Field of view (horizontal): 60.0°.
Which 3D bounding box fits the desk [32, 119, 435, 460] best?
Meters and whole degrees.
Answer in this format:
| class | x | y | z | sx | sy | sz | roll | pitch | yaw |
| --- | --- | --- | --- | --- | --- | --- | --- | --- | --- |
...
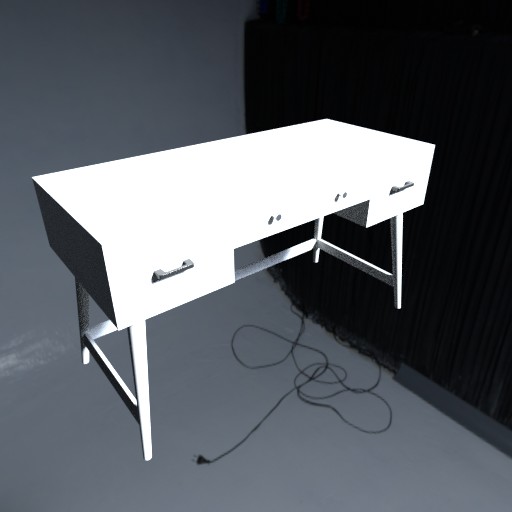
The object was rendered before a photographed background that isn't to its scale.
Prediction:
| class | x | y | z | sx | sy | sz | roll | pitch | yaw |
| --- | --- | --- | --- | --- | --- | --- | --- | --- | --- |
| desk | 0.000 | 0.000 | 1.721 | 1.313 | 0.762 | 0.589 | -21 | 36 | -33 |
